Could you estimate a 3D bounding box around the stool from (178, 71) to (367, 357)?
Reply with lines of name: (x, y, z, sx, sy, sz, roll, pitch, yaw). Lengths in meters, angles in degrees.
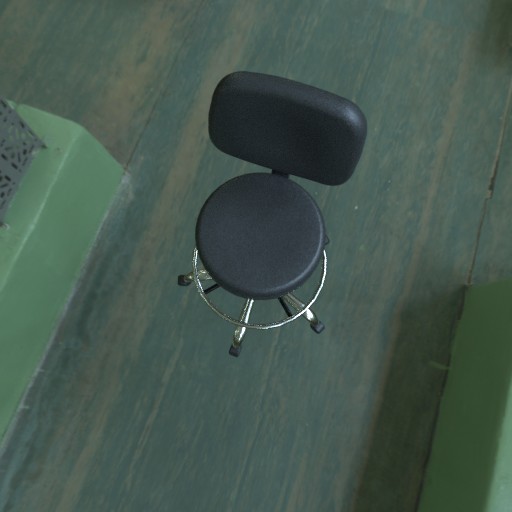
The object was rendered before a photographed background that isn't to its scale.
stool: (0.000, 0.000, 1.504, 0.694, 1.069, 0.658, 17, 76, 4)
